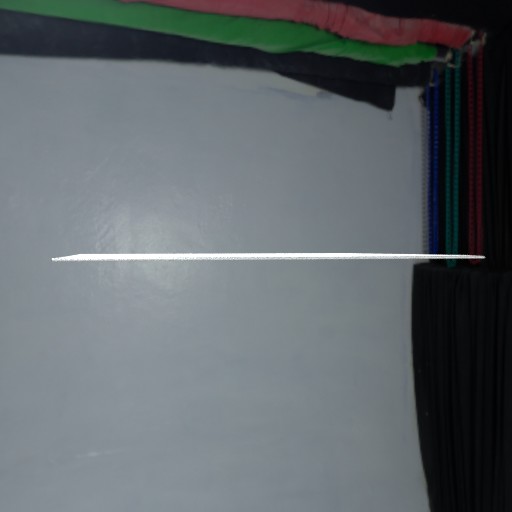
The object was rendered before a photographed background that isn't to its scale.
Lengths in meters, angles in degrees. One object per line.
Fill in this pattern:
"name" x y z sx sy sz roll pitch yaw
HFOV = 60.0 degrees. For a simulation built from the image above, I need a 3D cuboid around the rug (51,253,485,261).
"rug" 0.000 0.000 3.506 2.746 0.018 1.819 0 1 -18
